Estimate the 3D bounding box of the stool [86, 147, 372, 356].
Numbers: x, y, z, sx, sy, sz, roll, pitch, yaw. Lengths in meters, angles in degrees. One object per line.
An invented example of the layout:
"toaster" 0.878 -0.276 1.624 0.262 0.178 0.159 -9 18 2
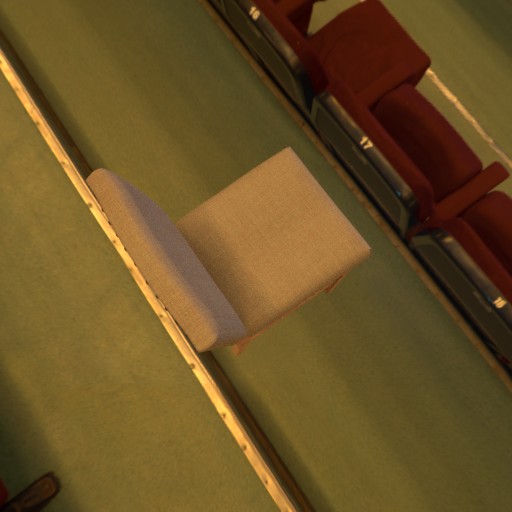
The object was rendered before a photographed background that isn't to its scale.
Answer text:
"stool" 0.000 0.000 1.469 0.585 1.173 0.445 -34 78 -8
